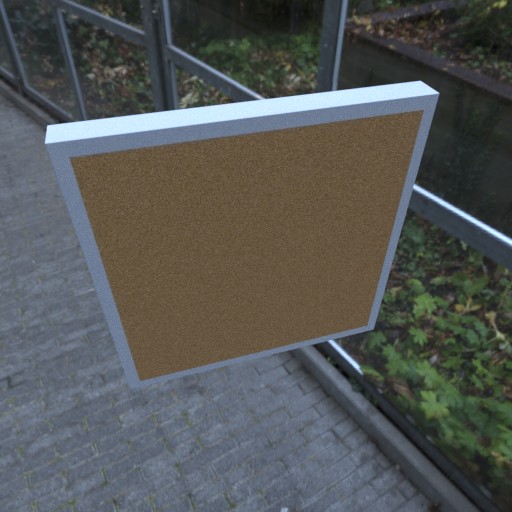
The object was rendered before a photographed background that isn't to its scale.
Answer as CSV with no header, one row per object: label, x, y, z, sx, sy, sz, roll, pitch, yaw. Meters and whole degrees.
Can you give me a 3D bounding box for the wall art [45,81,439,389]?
wall art,0.000,0.000,0.589,0.406,0.406,0.038,-11,43,-12
